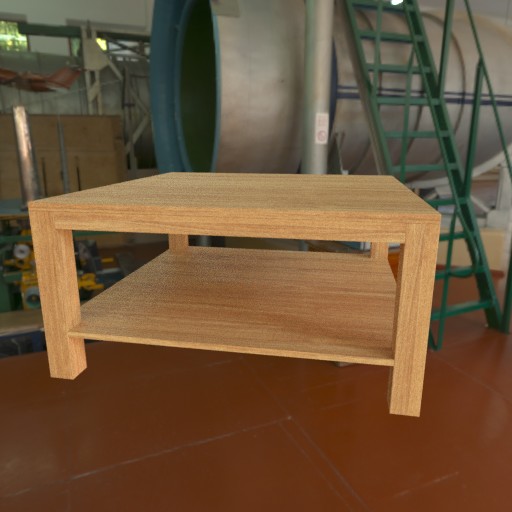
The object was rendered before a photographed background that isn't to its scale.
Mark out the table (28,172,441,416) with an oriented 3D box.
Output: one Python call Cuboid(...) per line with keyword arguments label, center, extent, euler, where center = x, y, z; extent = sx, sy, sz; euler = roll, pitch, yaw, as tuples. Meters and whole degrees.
Cuboid(label="table", center=(0.000, 0.000, 1.423), extent=(0.900, 0.450, 0.900), euler=(3, 15, 10))
